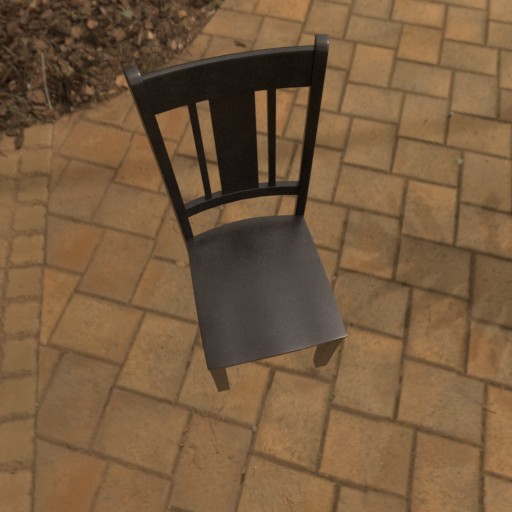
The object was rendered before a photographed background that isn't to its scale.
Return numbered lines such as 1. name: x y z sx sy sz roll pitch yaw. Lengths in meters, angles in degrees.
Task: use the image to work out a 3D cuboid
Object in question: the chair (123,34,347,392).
1. chair: 0.000 0.000 1.287 0.450 0.998 0.555 -12 65 -6
